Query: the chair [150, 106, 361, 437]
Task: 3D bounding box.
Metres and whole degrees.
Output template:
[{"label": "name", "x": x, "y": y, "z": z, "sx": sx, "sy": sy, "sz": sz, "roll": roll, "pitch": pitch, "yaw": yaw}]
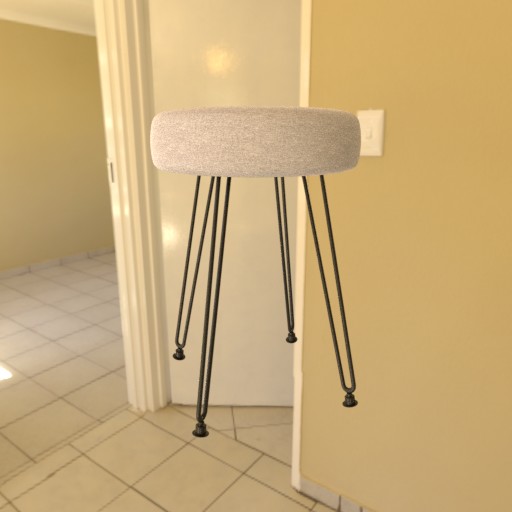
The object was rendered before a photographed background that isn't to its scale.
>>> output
[{"label": "chair", "x": 0.000, "y": 0.000, "z": 0.699, "sx": 0.350, "sy": 0.440, "sz": 0.350, "roll": 8, "pitch": 17, "yaw": 26}]
